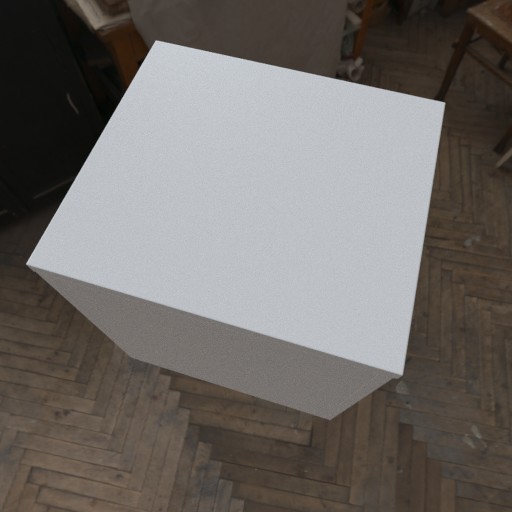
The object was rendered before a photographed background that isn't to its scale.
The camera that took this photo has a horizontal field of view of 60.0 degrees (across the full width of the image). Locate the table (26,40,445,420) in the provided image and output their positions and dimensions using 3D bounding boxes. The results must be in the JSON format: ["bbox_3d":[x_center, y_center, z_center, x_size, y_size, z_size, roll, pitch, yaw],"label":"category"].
[{"bbox_3d":[0.000,0.000,0.753,0.420,0.460,0.380,15,65,7],"label":"table"}]
